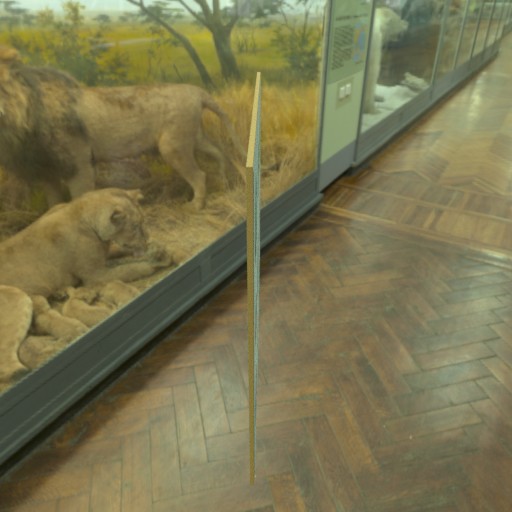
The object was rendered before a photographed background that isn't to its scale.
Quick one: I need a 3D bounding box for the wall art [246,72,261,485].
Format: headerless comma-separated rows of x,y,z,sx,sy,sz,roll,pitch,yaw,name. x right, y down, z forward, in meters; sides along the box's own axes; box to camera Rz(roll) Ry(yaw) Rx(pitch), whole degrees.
0.000,0.000,1.435,0.013,0.959,0.962,1,32,1,wall art
